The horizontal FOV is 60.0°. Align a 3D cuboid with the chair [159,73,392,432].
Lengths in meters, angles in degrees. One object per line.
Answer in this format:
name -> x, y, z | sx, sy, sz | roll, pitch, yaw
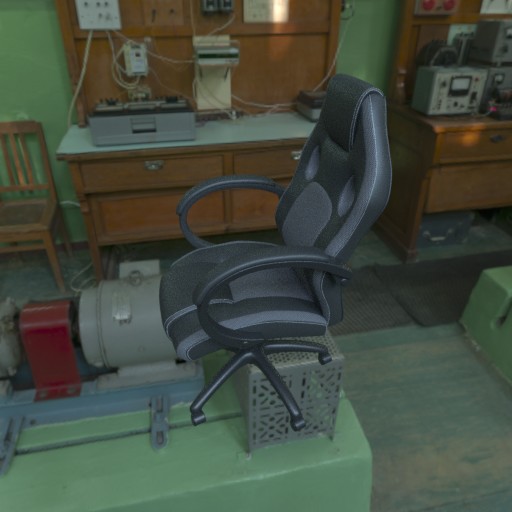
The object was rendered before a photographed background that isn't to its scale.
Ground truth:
chair -> 0.000, 0.000, 1.608 | 0.724, 1.187, 0.673 | -7, 32, -11
